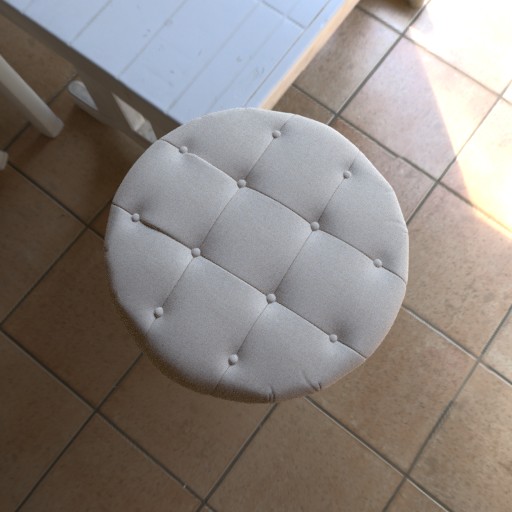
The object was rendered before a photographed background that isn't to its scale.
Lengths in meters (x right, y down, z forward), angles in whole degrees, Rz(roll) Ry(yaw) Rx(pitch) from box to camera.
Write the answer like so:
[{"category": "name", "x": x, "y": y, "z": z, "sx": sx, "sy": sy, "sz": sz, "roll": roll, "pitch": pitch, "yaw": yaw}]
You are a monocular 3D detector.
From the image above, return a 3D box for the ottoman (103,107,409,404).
[{"category": "ottoman", "x": 0.000, "y": 0.000, "z": 1.506, "sx": 0.940, "sy": 0.483, "sz": 0.940, "roll": 0, "pitch": 77, "yaw": 0}]
